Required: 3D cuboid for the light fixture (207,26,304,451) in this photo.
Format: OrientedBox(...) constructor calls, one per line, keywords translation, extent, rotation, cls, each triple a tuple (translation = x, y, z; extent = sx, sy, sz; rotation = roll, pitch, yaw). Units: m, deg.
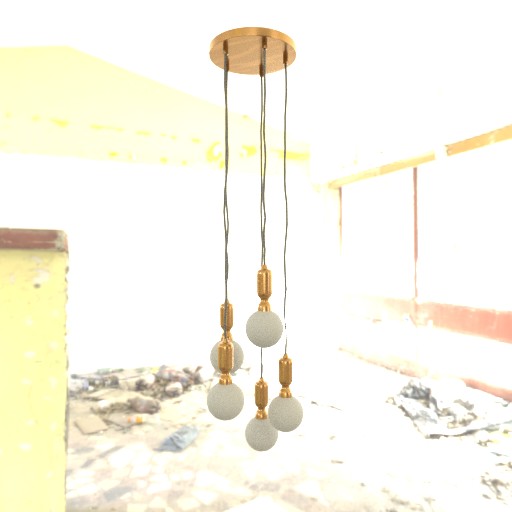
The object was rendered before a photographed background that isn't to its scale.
OrientedBox(translation=(0.000, 0.000, 0.488), extent=(0.105, 0.457, 0.108), rotation=(0, 0, -2), cls="light fixture")
